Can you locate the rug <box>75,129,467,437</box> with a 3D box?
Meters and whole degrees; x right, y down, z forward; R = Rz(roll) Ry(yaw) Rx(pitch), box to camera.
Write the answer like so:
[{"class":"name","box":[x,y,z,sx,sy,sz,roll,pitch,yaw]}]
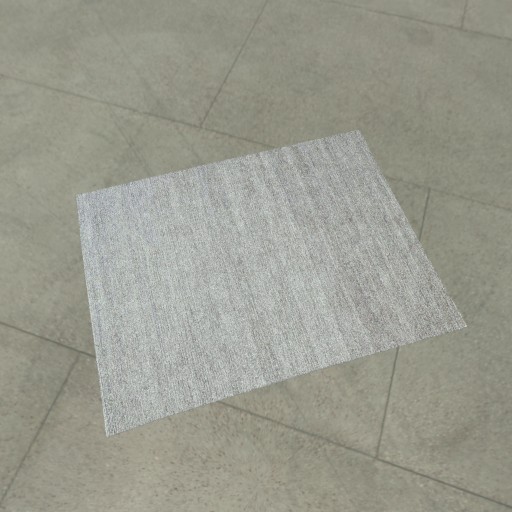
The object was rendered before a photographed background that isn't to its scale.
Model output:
[{"class":"rug","box":[0.000,0.000,4.257,3.202,0.045,2.434,-15,63,-8]}]
